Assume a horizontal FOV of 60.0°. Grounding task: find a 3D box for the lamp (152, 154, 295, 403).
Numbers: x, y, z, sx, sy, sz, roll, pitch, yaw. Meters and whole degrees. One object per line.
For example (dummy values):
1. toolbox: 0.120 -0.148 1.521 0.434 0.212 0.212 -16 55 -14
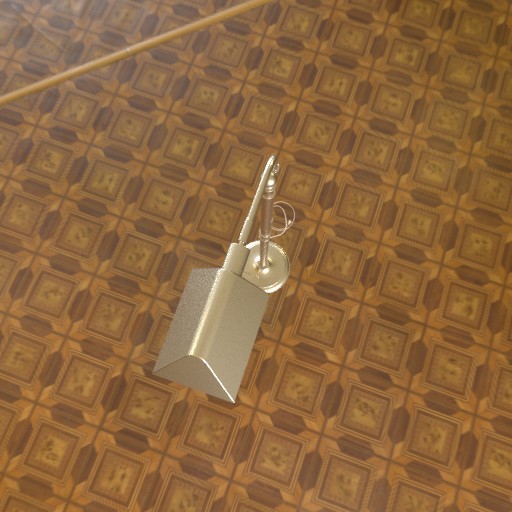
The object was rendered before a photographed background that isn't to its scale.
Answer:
1. lamp: 0.000 0.000 0.939 0.159 0.708 0.546 19 76 5
